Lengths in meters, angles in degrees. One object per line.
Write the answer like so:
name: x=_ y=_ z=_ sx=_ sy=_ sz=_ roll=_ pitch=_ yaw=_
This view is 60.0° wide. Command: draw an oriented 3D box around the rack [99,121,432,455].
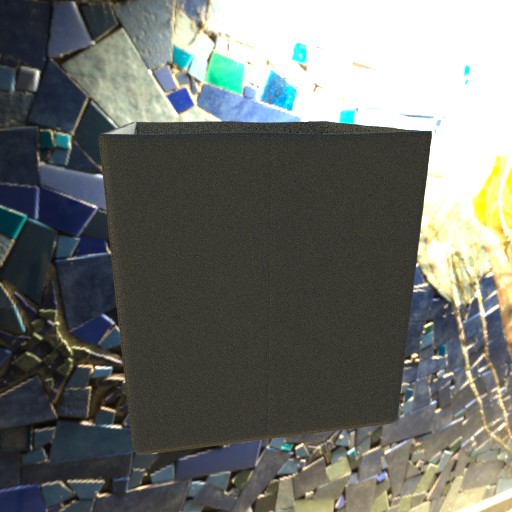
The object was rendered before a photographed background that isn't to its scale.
rack: x=0.000 y=0.000 z=0.494 sx=0.270 sy=0.280 sz=0.270 roll=-3 pitch=19 yaw=-9
